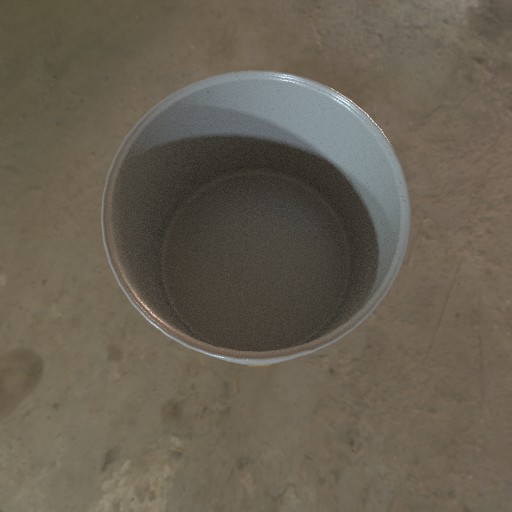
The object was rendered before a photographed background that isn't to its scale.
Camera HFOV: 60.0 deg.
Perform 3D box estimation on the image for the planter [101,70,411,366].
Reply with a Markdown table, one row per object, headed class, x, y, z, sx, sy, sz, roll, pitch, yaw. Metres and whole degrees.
| class | x | y | z | sx | sy | sz | roll | pitch | yaw |
| --- | --- | --- | --- | --- | --- | --- | --- | --- | --- |
| planter | 0.000 | 0.000 | 0.271 | 0.130 | 0.178 | 0.130 | 0 | 76 | 0 |
